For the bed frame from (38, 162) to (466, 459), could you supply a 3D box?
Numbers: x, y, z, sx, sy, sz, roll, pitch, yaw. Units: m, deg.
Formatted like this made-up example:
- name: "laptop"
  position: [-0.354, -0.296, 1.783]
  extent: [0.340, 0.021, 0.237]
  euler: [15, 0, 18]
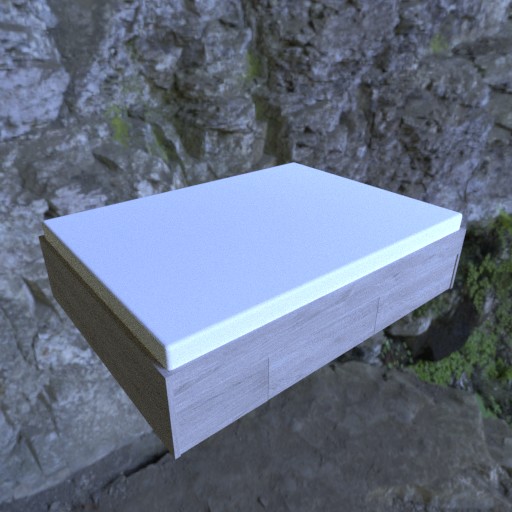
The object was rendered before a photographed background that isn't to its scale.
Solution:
- name: "bed frame"
  position: [0.000, 0.000, 2.577]
  extent: [1.944, 0.490, 1.448]
  euler: [-20, 34, -34]
